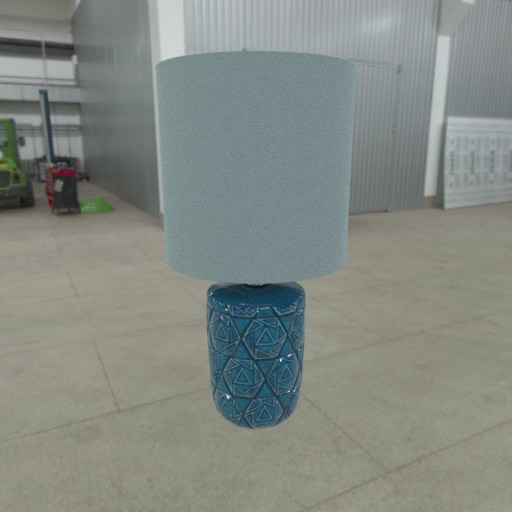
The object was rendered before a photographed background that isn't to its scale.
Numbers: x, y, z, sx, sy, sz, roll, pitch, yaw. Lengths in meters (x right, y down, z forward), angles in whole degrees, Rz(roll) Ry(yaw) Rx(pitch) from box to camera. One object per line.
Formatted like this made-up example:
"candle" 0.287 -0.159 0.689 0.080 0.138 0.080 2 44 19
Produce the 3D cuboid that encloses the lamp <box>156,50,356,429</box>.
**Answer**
"lamp" 0.000 0.000 0.482 0.193 0.377 0.193 7 16 26
